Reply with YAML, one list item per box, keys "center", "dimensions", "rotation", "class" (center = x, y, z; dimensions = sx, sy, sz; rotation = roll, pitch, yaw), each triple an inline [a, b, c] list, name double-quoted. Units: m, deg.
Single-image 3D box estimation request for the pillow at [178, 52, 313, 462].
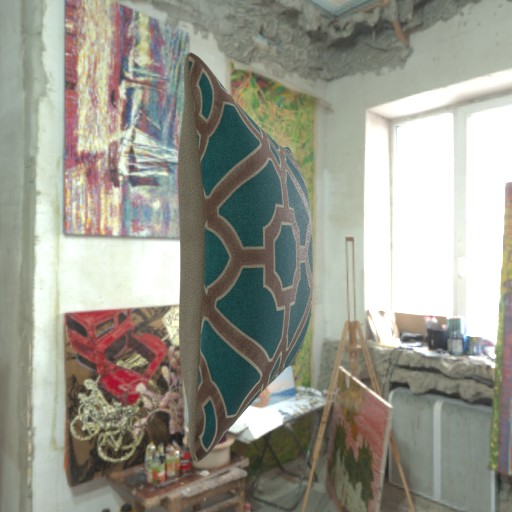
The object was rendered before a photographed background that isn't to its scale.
- center: [0.000, 0.000, 0.791]
  dimensions: [0.166, 0.507, 0.526]
  rotation: [0, 0, 18]
  class: "pillow"
